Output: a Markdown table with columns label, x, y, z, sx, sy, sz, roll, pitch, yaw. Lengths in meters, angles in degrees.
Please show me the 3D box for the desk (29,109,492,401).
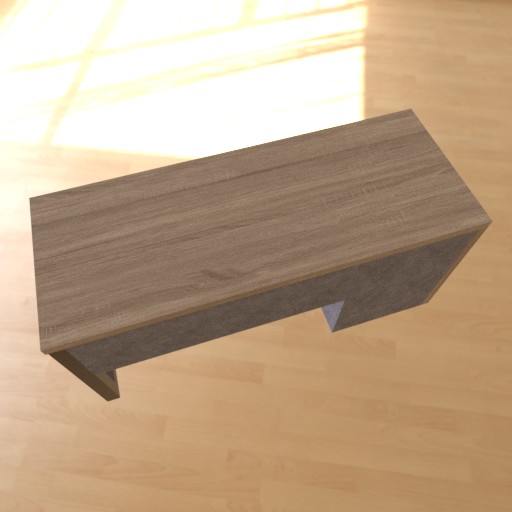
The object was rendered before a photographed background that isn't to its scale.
| label | x | y | z | sx | sy | sz | roll | pitch | yaw |
| --- | --- | --- | --- | --- | --- | --- | --- | --- | --- |
| desk | 0.000 | 0.000 | 2.075 | 1.700 | 0.760 | 0.690 | -15 | 60 | -9 |
